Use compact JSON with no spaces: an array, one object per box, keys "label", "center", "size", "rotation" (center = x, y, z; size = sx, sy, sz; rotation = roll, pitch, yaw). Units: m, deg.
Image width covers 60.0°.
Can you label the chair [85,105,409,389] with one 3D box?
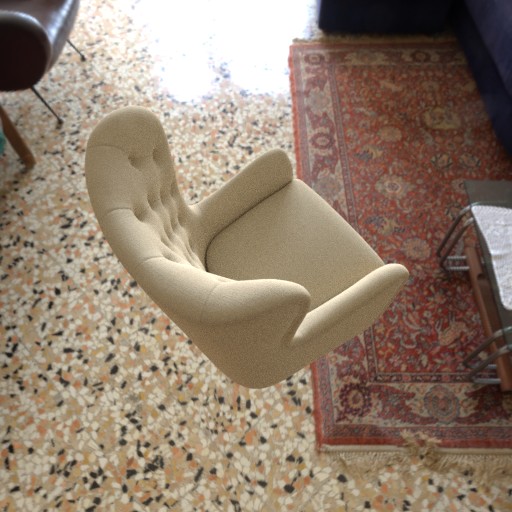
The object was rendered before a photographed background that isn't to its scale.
[{"label":"chair","center":[0.000,0.000,1.700],"size":[0.929,1.079,0.831],"rotation":[-31,63,-18]}]
